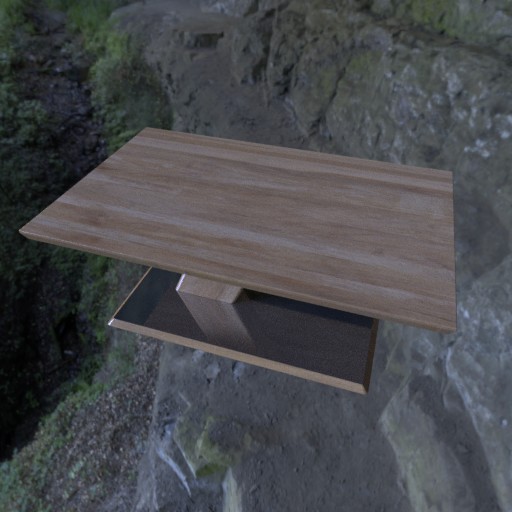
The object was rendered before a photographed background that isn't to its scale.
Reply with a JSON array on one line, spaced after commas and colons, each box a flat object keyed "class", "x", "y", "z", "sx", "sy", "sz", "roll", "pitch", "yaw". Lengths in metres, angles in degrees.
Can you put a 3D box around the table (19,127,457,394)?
[{"class": "table", "x": 0.000, "y": 0.000, "z": 1.439, "sx": 1.100, "sy": 0.441, "sz": 0.692, "roll": 12, "pitch": 41, "yaw": 14}]
